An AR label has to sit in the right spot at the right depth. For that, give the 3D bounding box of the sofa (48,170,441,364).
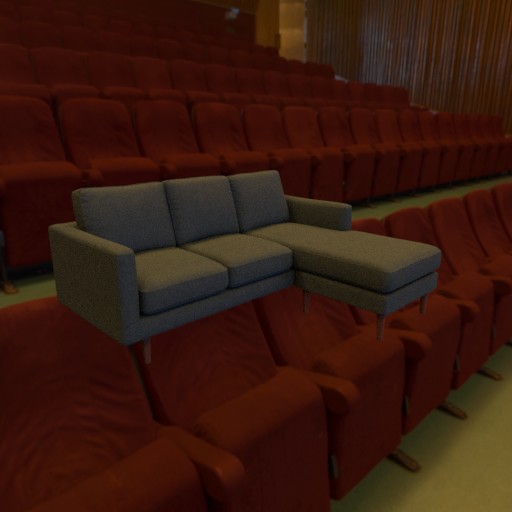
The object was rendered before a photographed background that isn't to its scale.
[{"bbox_3d":[0.000,0.000,2.970,2.055,0.957,1.667,-15,22,-42],"label":"sofa"}]
